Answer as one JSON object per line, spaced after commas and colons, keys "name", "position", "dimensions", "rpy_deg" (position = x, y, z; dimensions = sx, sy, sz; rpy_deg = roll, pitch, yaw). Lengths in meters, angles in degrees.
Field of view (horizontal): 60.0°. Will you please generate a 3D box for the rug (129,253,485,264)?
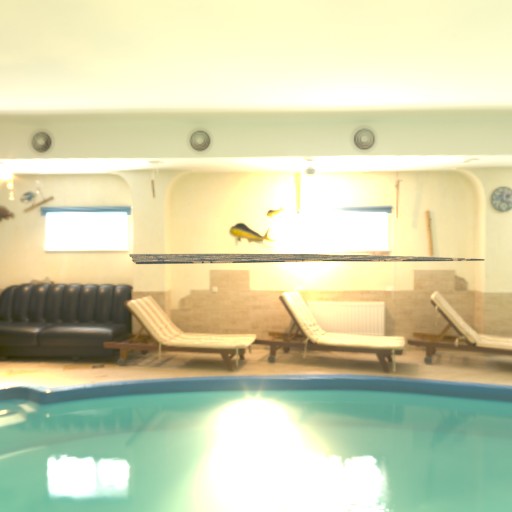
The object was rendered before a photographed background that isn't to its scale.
{"name": "rug", "position": [0.000, 0.000, 2.778], "dimensions": [1.524, 0.013, 2.135], "rpy_deg": [0, 1, -17]}
